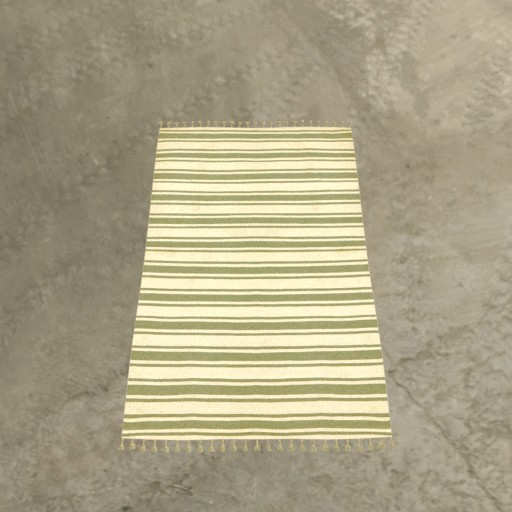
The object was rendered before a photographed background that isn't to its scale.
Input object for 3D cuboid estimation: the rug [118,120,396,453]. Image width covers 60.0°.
[{"bbox_3d":[0.000,0.000,2.999,1.540,0.018,2.435,0,63,0],"label":"rug"}]
